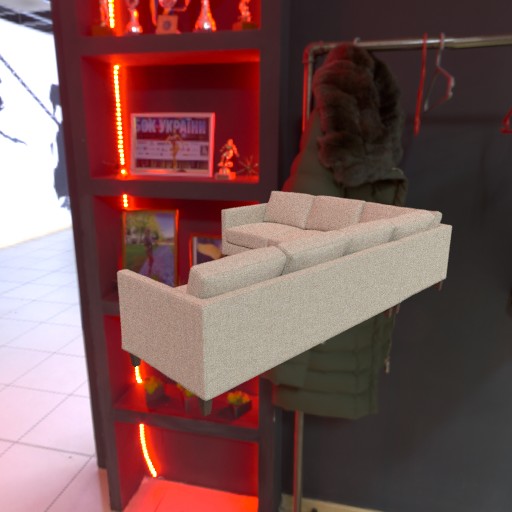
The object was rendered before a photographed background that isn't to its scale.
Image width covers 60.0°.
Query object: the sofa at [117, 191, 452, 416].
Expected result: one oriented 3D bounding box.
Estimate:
[{"bbox_3d":[0.000,0.000,4.260,3.182,0.863,2.432,-14,20,-43],"label":"sofa"}]
